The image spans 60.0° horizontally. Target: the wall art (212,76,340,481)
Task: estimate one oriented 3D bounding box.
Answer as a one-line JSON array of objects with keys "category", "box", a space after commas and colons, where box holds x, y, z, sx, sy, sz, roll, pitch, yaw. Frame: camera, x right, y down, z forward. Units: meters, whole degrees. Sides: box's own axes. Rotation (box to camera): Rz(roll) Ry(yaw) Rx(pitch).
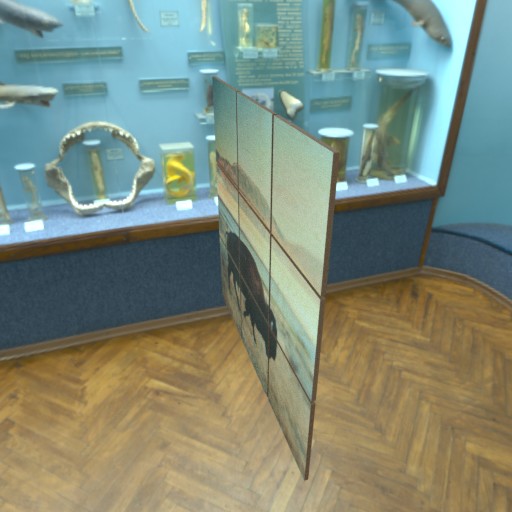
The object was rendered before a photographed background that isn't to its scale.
[{"category": "wall art", "box": [0.000, 0.000, 1.349, 0.018, 0.904, 0.906, -9, 31, -15]}]
